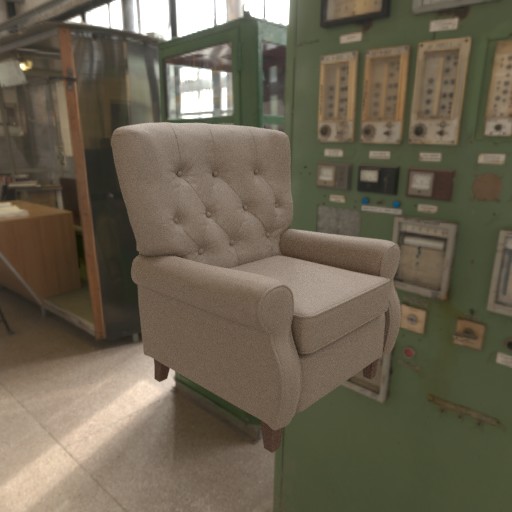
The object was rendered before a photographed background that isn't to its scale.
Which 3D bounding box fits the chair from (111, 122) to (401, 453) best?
[{"bbox_3d":[0.000,0.000,1.945,1.041,1.138,0.999,14,20,42],"label":"chair"}]
